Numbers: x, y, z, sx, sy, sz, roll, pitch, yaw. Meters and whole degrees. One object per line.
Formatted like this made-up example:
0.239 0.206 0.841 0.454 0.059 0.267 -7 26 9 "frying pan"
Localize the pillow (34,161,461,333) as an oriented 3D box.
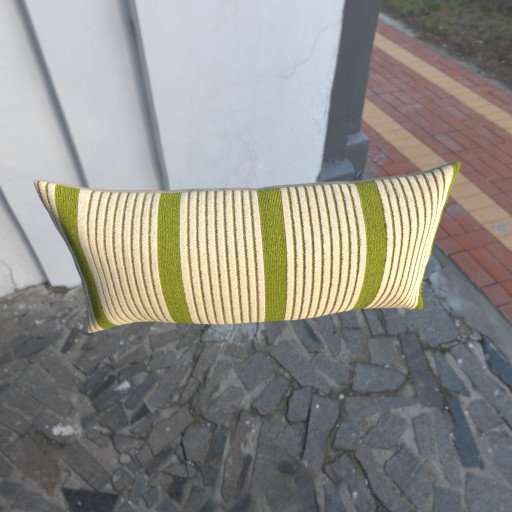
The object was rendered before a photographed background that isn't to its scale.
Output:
0.000 0.000 0.710 0.608 0.292 0.156 -3 47 -3 "pillow"
